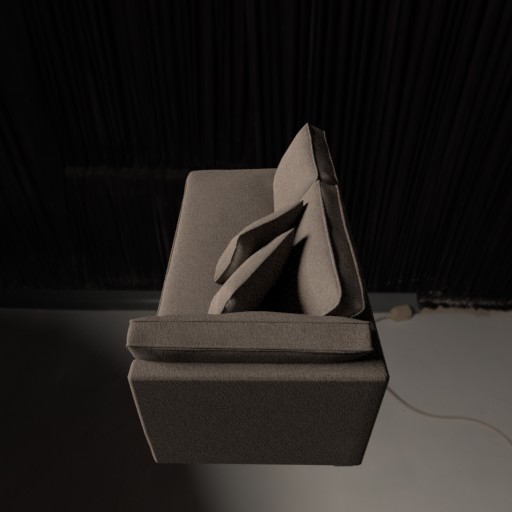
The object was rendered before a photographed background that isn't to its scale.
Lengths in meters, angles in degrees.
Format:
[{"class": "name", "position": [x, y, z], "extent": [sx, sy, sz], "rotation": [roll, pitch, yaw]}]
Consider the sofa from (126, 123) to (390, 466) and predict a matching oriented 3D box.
[{"class": "sofa", "position": [0.000, 0.000, 2.804], "extent": [1.110, 1.033, 2.237], "rotation": [0, 40, 0]}]
